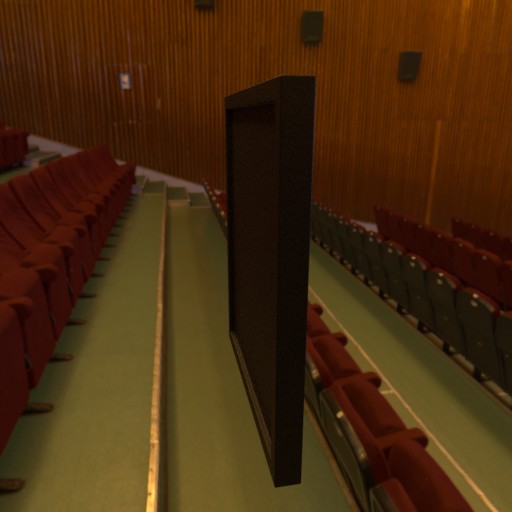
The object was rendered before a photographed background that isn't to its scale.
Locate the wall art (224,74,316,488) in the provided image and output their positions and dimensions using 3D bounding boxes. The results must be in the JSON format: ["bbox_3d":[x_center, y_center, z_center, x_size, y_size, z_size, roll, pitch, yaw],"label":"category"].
[{"bbox_3d":[0.000,0.000,0.539,0.028,0.381,0.328,-3,17,-11],"label":"wall art"}]
